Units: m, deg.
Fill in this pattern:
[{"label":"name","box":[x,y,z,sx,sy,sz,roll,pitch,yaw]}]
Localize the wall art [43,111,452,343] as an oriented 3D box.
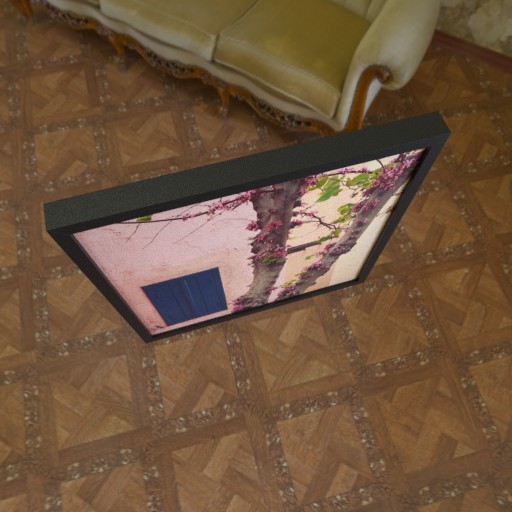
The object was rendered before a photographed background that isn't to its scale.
[{"label":"wall art","box":[0.000,0.000,0.770,0.508,0.508,0.038,-15,65,-7]}]
